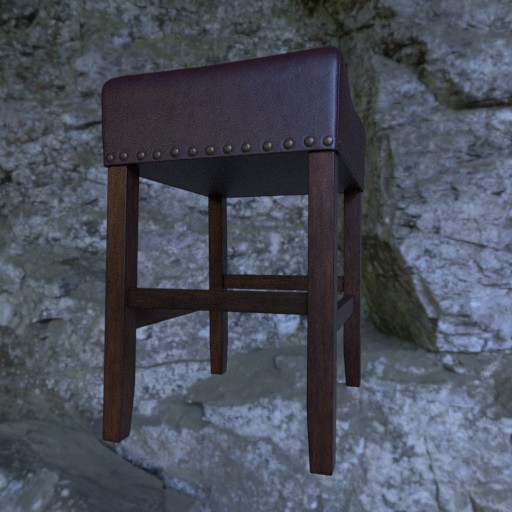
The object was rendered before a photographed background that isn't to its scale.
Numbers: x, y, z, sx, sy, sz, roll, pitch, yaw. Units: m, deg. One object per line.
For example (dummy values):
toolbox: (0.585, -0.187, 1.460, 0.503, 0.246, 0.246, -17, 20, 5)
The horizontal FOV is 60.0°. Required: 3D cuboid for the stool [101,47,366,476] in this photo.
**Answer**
stool: (0.000, 0.000, 0.888, 0.397, 0.608, 0.465, 0, 0, 18)
